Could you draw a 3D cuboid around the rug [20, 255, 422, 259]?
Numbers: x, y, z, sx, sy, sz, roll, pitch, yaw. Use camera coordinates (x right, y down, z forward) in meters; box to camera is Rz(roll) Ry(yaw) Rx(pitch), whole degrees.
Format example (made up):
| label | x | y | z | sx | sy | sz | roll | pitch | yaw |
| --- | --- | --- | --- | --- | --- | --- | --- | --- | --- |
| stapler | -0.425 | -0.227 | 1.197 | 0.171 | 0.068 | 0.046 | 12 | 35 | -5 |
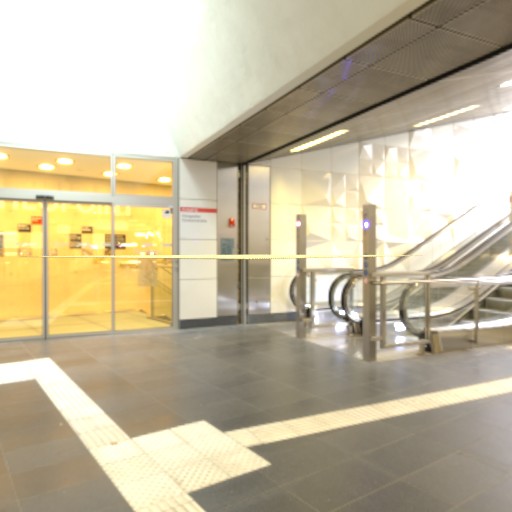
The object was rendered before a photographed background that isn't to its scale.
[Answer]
| label | x | y | z | sx | sy | sz | roll | pitch | yaw |
| --- | --- | --- | --- | --- | --- | --- | --- | --- | --- |
| rug | 0.000 | 0.000 | 2.308 | 1.206 | 0.003 | 1.835 | 0 | 1 | 35 |
